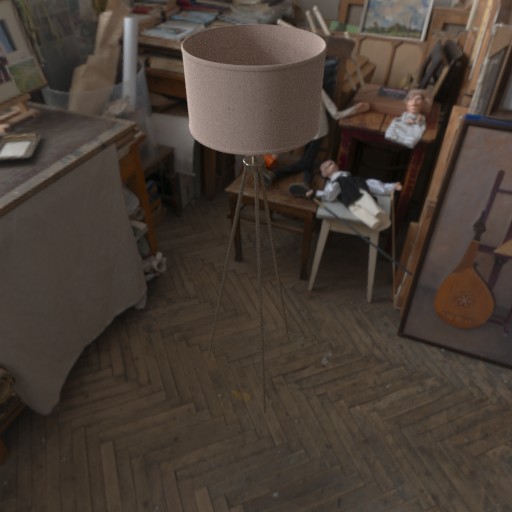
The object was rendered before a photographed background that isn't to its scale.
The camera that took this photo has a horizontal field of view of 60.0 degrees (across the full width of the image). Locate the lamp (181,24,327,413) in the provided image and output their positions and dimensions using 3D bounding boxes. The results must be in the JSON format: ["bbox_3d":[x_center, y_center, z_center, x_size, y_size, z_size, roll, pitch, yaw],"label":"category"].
[{"bbox_3d":[0.000,0.000,1.734,0.449,1.545,0.460,-10,42,-11],"label":"lamp"}]
